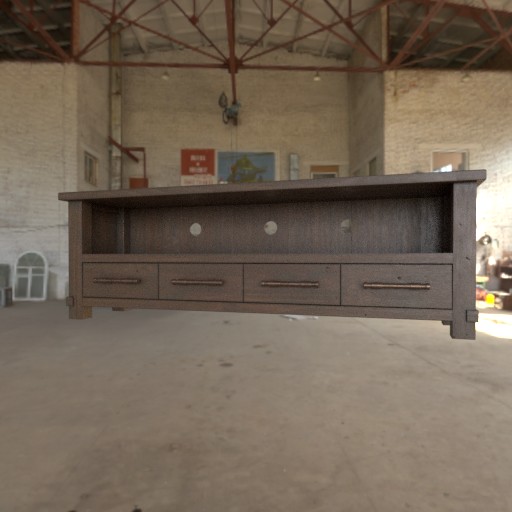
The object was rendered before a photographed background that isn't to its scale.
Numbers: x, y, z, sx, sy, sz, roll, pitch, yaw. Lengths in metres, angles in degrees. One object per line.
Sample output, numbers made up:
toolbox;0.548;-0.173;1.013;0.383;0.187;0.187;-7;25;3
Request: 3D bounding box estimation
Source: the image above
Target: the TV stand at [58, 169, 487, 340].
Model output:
TV stand;0.000;0.000;2.074;1.866;0.615;0.471;0;0;18
